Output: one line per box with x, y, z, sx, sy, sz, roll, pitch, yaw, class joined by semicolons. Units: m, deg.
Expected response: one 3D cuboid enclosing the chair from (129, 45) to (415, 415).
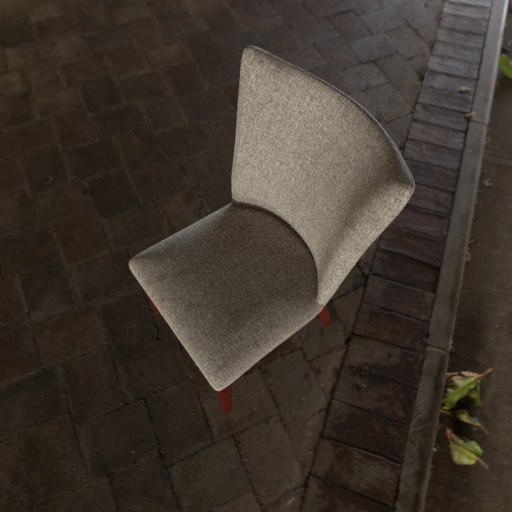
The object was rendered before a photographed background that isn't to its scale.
0.000;0.000;1.296;0.623;0.924;0.535;-34;67;-17;chair
